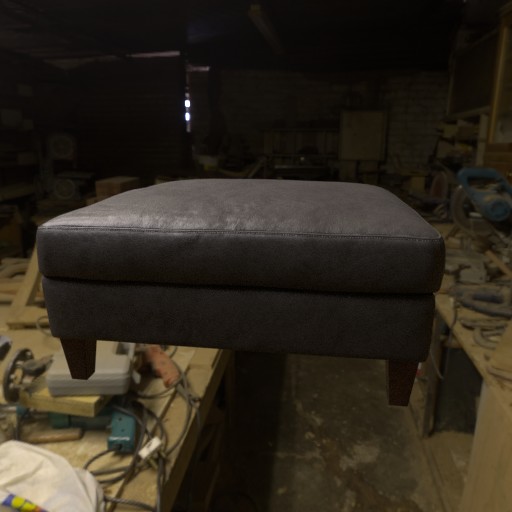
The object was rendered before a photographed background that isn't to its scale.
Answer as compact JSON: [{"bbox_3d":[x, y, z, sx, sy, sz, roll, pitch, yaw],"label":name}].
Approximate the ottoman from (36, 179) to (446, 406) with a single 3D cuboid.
[{"bbox_3d":[0.000,0.000,1.275,0.836,0.415,0.844,2,15,8],"label":"ottoman"}]
